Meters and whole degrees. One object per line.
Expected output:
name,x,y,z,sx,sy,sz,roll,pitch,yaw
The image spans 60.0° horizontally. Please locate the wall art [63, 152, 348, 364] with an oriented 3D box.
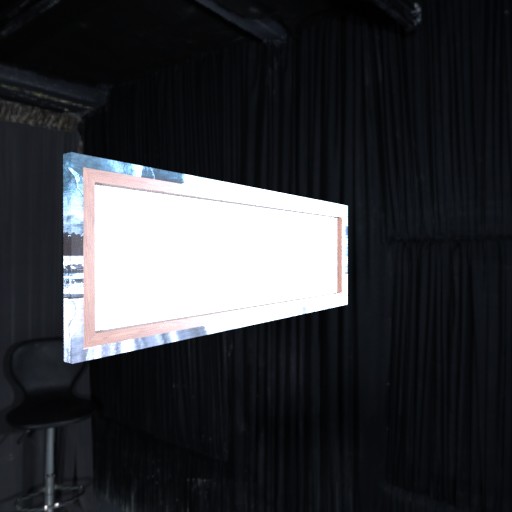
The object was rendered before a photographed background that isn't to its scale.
wall art,0.000,0.000,1.683,0.037,0.509,1.524,0,1,37
